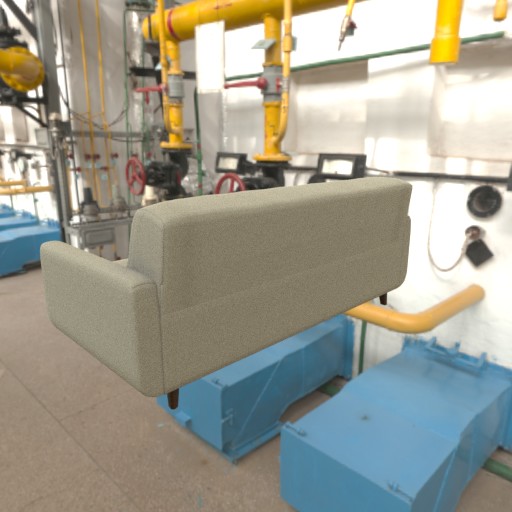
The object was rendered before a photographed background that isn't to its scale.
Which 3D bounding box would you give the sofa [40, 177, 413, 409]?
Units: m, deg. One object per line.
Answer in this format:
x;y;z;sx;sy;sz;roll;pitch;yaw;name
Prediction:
0.000;0.000;2.660;2.137;0.892;0.980;-14;21;-42;sofa
